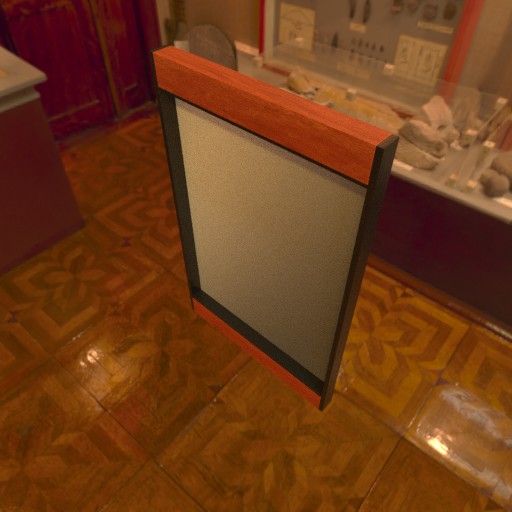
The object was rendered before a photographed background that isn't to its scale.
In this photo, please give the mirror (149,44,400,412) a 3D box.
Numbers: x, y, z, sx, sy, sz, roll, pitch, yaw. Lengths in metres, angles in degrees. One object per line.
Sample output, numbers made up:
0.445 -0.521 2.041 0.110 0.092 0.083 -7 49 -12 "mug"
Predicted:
0.000 0.000 1.049 0.525 0.823 0.047 33 54 28 "mirror"
